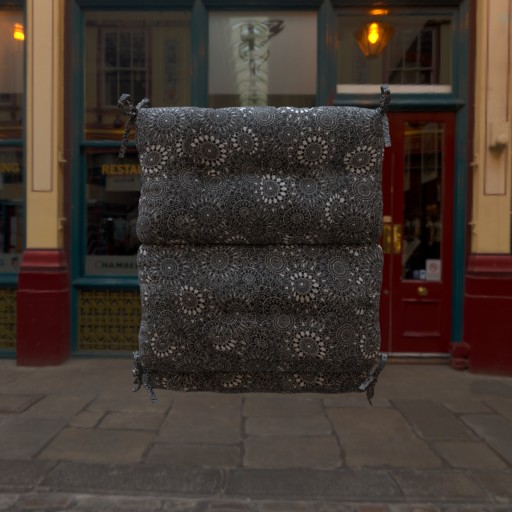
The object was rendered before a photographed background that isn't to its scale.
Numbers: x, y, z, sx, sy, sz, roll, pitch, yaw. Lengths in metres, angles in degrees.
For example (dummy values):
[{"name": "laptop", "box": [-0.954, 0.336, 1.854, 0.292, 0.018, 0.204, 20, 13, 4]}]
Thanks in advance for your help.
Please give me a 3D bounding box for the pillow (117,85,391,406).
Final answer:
[{"name": "pillow", "box": [0.000, 0.000, 1.046, 0.519, 0.605, 0.571, 0, 0, 1]}]
